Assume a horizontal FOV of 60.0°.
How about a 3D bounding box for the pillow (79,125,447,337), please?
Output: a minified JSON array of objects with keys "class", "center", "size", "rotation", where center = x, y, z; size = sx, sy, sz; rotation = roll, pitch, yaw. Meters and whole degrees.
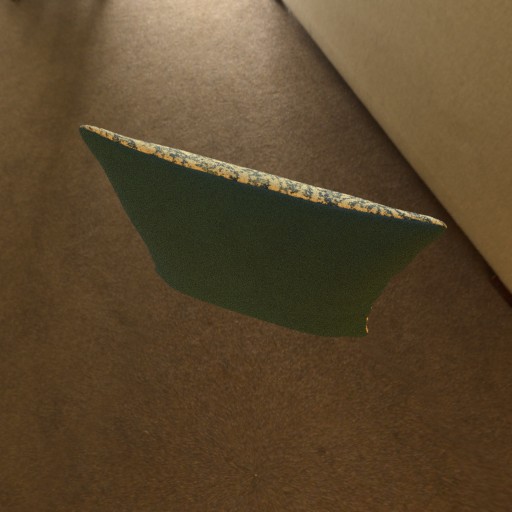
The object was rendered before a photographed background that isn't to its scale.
[{"class":"pillow","center":[0.000,0.000,0.817],"size":[0.523,0.510,0.166],"rotation":[17,65,8]}]
